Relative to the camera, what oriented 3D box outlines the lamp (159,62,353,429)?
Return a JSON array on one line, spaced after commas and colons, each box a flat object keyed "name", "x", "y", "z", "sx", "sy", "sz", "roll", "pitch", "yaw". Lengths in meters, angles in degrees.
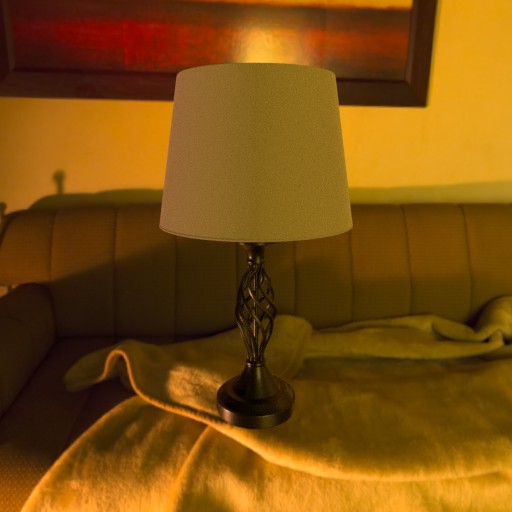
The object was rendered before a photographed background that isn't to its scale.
[{"name": "lamp", "x": 0.000, "y": 0.000, "z": 0.786, "sx": 0.331, "sy": 0.594, "sz": 0.331, "roll": 0, "pitch": 14, "yaw": 0}]
